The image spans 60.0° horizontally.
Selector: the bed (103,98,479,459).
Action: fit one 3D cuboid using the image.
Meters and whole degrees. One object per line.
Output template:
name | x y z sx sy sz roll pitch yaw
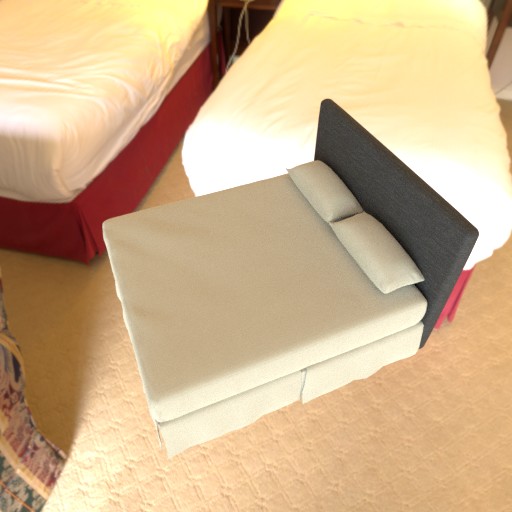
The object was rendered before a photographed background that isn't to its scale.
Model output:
bed | 0.000 0.000 3.354 2.142 1.330 1.884 -17 48 -16
